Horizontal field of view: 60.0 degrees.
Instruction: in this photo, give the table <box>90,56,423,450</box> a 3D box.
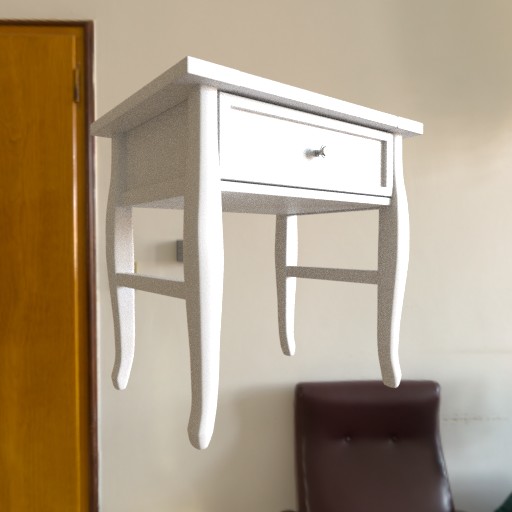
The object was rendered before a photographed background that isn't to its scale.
[{"bbox_3d":[0.000,0.000,1.014,0.599,0.605,0.463,-1,2,-37],"label":"table"}]
